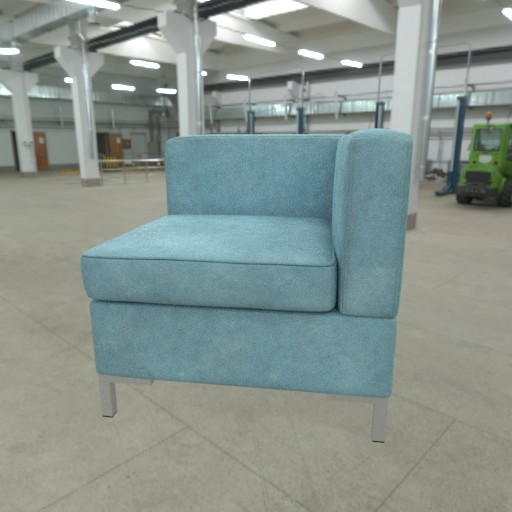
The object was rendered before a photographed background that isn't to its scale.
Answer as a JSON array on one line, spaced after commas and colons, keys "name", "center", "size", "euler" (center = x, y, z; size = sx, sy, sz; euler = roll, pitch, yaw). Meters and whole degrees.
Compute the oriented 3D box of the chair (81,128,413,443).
[{"name": "chair", "center": [0.000, 0.000, 1.220], "size": [0.691, 0.660, 0.684], "euler": [2, 14, 8]}]
